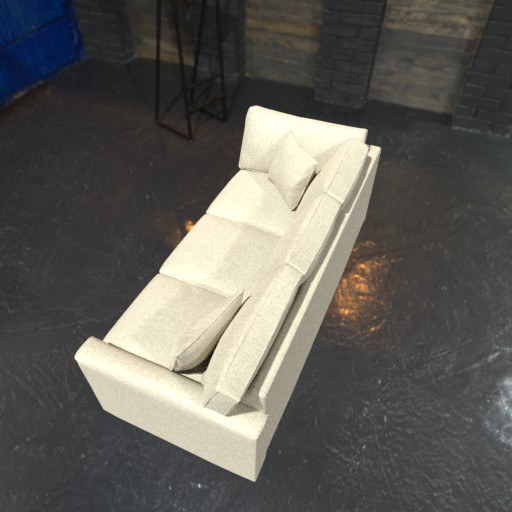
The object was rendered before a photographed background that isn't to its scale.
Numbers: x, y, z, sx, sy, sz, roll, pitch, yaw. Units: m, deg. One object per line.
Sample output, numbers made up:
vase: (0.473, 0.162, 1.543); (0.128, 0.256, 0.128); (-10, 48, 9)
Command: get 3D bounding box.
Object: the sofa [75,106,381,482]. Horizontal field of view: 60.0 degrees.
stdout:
sofa: (0.000, 0.000, 2.918); (1.053, 0.948, 2.323); (18, 48, 17)
